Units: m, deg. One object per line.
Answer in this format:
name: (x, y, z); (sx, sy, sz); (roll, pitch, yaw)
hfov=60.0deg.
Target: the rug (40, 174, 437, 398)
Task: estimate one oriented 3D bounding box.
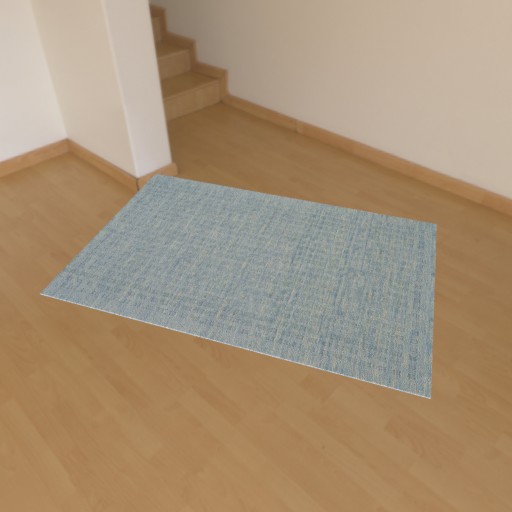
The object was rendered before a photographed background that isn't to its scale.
rug: (0.000, 0.000, 2.278); (1.752, 0.006, 1.142); (12, 42, 14)
